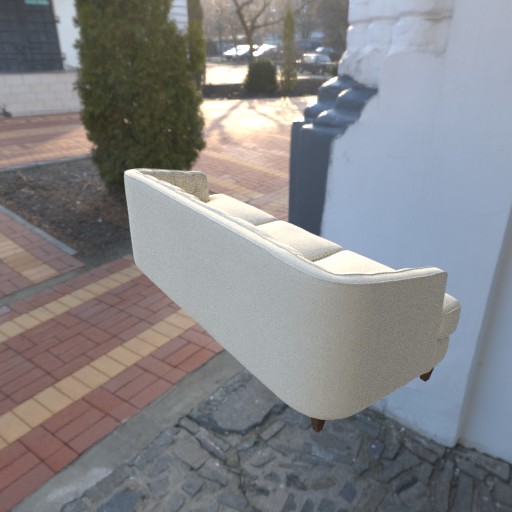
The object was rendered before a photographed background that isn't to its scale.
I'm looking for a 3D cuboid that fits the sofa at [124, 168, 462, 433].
[{"bbox_3d":[0.000,0.000,2.781,0.941,0.855,2.278,-17,30,-32],"label":"sofa"}]
